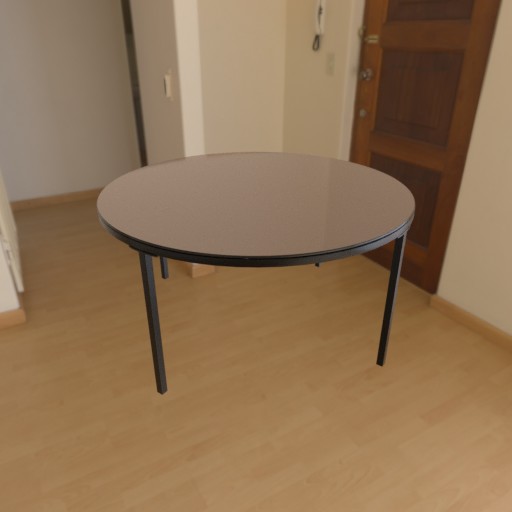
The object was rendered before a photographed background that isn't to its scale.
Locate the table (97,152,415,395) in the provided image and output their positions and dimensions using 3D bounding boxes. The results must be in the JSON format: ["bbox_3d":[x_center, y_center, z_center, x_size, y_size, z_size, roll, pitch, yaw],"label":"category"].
[{"bbox_3d":[0.000,0.000,1.254,0.800,0.400,0.800,0,27,0],"label":"table"}]
